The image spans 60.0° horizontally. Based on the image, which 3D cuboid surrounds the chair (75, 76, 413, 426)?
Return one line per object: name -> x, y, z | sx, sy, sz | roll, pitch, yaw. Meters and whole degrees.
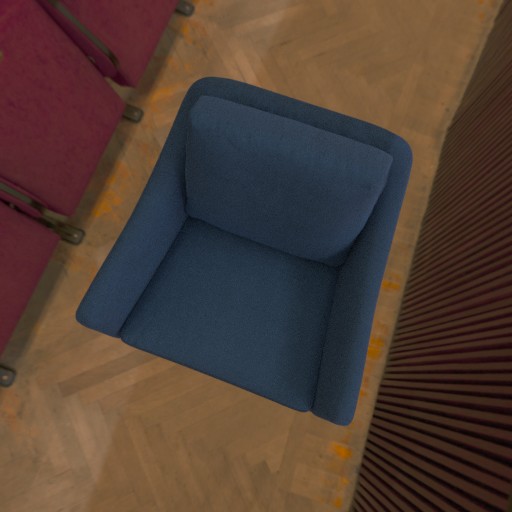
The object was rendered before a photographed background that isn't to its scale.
chair -> 0.000, 0.000, 1.701 | 0.987, 0.899, 0.961 | 20, 76, 5
